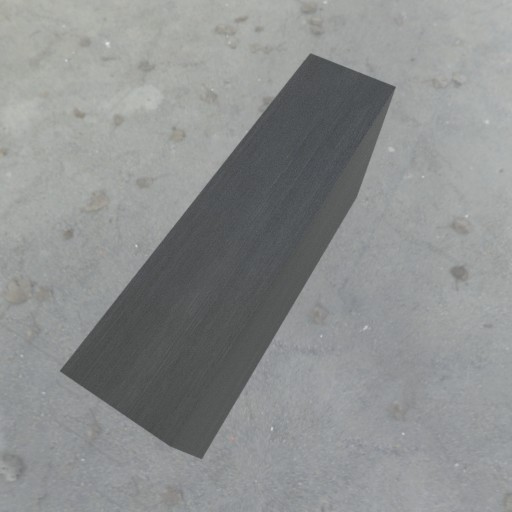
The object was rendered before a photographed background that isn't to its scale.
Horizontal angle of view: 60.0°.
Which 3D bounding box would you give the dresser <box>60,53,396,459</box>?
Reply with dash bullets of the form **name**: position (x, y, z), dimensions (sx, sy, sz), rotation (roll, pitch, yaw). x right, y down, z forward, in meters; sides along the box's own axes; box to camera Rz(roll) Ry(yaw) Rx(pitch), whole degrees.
- **dresser**: position (0.000, 0.000, 1.920), dimensions (0.400, 0.795, 1.590), rotation (28, 66, 13)
